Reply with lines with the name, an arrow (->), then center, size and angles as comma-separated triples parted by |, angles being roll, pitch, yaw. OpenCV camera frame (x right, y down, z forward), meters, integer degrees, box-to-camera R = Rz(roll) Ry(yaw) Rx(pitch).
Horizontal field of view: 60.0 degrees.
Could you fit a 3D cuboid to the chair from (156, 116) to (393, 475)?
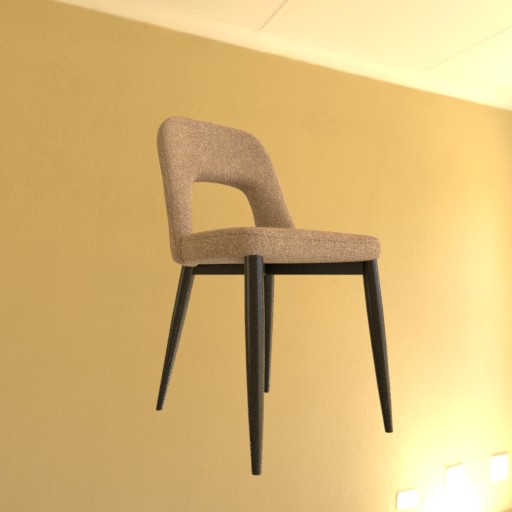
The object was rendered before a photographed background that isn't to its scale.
chair -> 0.000, 0.000, 1.277 | 0.470, 0.931, 0.612 | 2, -3, -35
